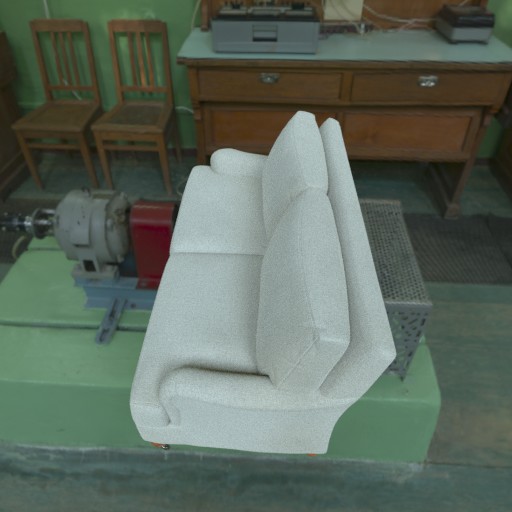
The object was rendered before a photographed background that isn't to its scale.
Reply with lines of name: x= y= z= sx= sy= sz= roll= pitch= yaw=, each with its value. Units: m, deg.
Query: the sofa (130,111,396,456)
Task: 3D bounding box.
sofa: x=0.000 y=0.000 z=2.625 sx=1.091 sy=0.997 sz=2.070 roll=1 pitch=41 yaw=1
